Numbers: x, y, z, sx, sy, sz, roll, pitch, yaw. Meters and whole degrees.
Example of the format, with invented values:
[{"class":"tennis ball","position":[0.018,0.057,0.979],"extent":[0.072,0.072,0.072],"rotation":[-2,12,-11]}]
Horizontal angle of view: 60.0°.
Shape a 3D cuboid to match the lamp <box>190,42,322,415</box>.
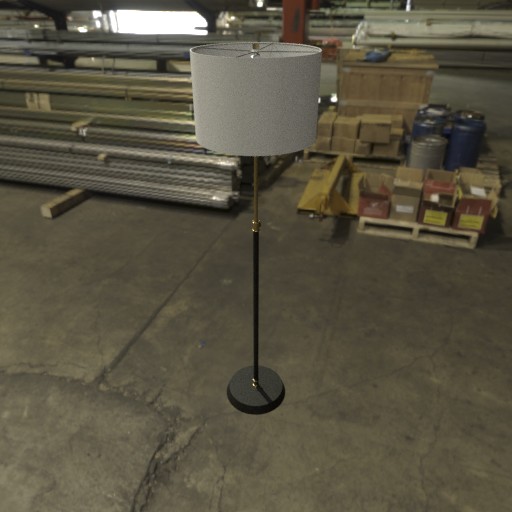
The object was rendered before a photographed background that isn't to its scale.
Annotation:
[{"class":"lamp","position":[0.000,0.000,1.745],"extent":[0.404,1.517,0.404],"rotation":[9,32,15]}]
